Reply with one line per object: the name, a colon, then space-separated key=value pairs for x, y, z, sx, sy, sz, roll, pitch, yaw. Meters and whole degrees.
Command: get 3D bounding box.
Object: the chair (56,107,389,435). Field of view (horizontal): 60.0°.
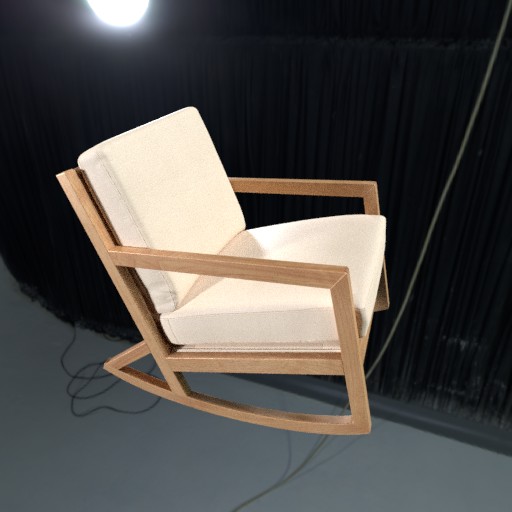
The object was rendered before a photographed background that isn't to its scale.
chair: x=0.000 y=0.000 z=1.410 sx=0.857 sy=0.790 sz=0.622 roll=10 pitch=31 yaw=17
